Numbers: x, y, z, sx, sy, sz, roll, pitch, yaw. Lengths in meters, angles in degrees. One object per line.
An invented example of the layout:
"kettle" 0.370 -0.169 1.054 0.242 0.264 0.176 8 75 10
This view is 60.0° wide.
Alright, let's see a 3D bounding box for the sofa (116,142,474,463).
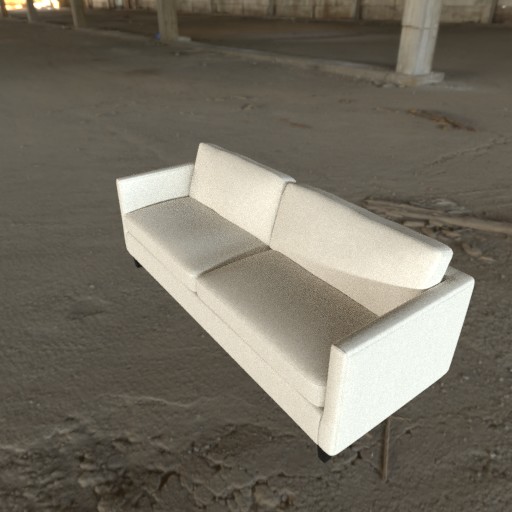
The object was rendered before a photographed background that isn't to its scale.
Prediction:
"sofa" 0.000 0.000 2.917 0.948 0.965 2.434 -20 36 -31
